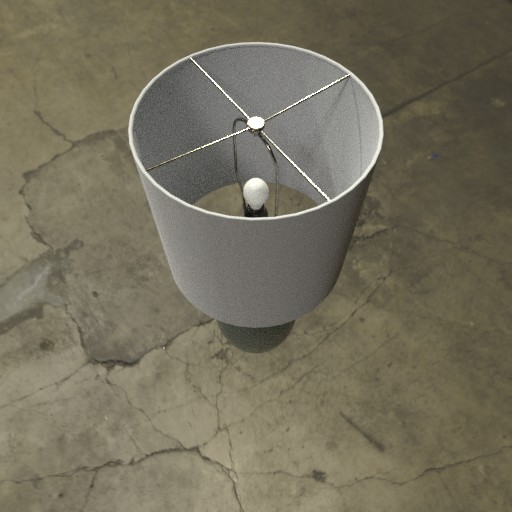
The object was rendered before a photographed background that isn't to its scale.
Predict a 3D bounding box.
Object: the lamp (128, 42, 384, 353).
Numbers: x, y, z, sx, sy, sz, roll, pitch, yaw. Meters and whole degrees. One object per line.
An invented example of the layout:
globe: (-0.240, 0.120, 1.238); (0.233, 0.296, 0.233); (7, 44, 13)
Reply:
lamp: (0.000, 0.000, 0.573); (0.217, 0.453, 0.217); (-30, 63, -17)
